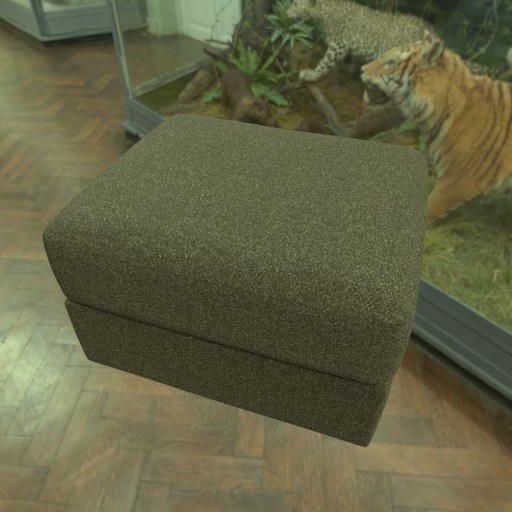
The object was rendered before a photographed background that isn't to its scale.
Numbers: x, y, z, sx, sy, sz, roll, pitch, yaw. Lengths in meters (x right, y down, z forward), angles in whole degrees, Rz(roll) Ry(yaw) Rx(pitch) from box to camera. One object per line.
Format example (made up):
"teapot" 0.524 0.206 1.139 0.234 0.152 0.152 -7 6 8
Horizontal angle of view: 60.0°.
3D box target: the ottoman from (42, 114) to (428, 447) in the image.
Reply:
"ottoman" 0.000 0.000 1.095 0.742 0.476 0.598 13 43 14
